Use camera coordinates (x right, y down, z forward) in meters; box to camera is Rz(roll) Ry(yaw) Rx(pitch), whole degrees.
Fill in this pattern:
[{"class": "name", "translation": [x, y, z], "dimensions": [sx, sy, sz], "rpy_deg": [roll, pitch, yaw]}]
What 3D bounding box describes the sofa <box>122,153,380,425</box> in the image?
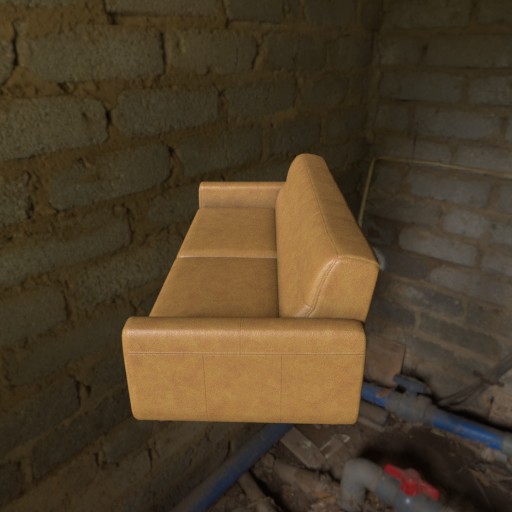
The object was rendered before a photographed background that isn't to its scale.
[{"class": "sofa", "translation": [0.000, 0.000, 2.668], "dimensions": [0.980, 0.892, 2.137], "rpy_deg": [1, 24, 1]}]
